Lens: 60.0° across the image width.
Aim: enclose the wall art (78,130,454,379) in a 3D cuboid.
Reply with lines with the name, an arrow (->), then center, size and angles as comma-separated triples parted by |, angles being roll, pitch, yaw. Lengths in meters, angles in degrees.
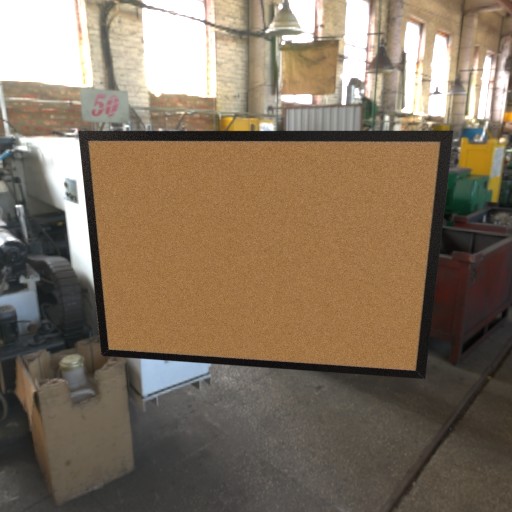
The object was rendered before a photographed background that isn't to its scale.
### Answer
wall art -> 0.000, 0.000, 0.842 | 0.657, 0.458, 0.027 | 2, 16, 8
